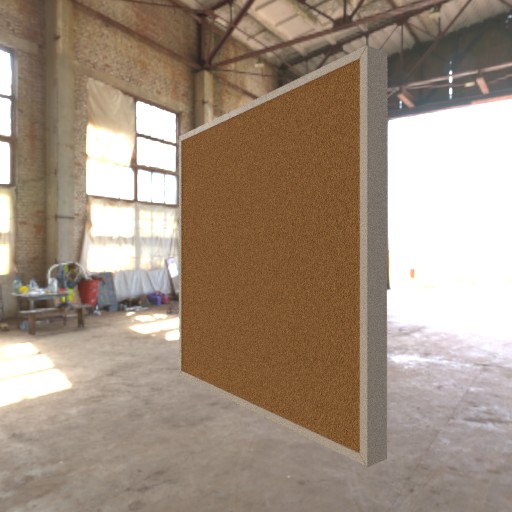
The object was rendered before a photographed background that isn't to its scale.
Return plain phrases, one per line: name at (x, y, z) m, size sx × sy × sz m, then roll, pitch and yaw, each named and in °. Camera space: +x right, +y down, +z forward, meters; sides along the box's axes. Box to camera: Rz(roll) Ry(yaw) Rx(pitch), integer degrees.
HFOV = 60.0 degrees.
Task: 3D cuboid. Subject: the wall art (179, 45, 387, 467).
wall art at (0.000, 0.000, 0.748) m, size 0.037 × 0.508 × 0.508 m, roll 0°, pitch 0°, yaw -36°
